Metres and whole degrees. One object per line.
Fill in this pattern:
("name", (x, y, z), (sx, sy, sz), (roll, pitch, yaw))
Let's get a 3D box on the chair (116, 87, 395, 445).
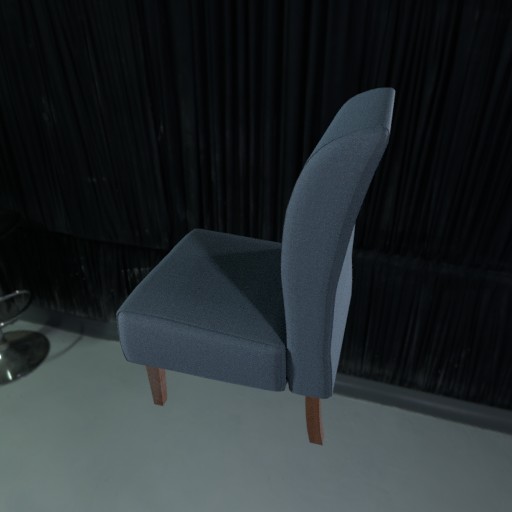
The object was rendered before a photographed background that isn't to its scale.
("chair", (0.000, 0.000, 1.168), (0.592, 0.804, 0.513), (8, 30, 13))
